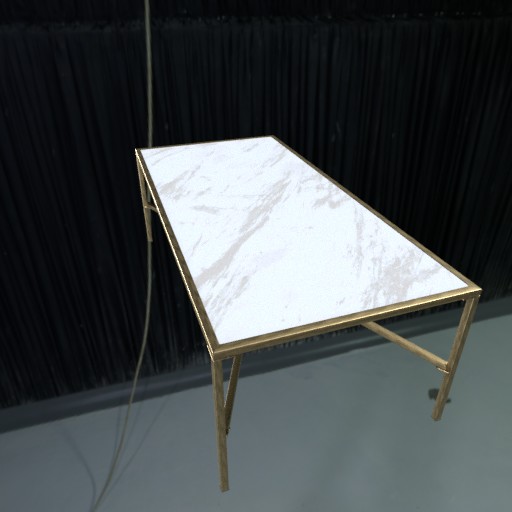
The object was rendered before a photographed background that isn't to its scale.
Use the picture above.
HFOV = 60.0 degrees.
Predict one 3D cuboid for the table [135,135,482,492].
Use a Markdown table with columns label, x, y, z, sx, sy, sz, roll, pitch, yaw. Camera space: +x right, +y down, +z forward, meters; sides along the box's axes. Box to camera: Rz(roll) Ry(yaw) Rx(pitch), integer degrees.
| label | x | y | z | sx | sy | sz | roll | pitch | yaw |
| --- | --- | --- | --- | --- | --- | --- | --- | --- | --- |
| table | 0.000 | 0.000 | 1.424 | 0.577 | 0.405 | 1.197 | -10 | 33 | -16 |
